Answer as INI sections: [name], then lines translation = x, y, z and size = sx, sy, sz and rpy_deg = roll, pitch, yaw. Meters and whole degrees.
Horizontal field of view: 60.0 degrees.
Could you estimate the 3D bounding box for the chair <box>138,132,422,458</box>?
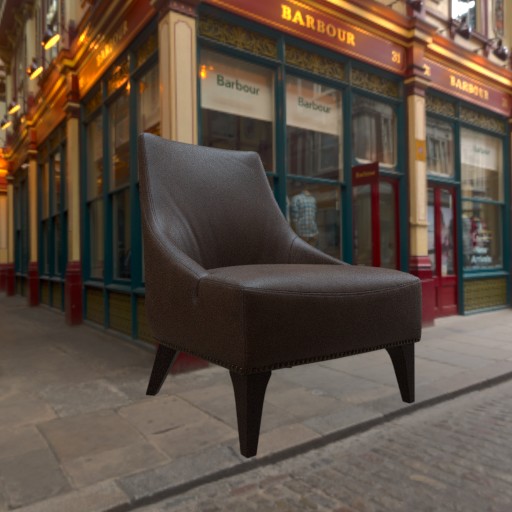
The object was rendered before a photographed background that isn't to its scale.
[chair]
translation = 0.000, 0.000, 1.499
size = 0.701, 0.909, 0.861
rpy_deg = 0, 0, -37
